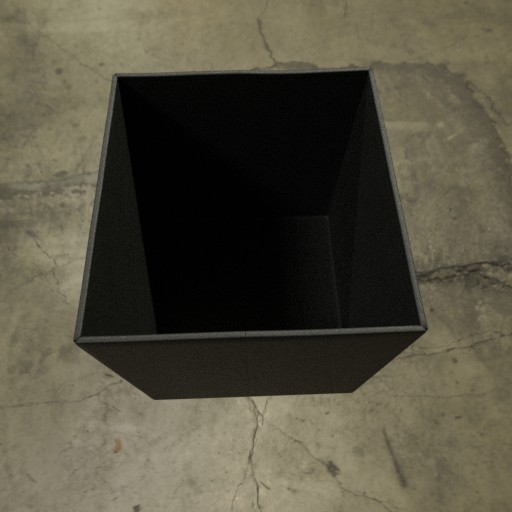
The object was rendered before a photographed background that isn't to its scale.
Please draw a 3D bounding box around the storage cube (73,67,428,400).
[{"bbox_3d":[0.000,0.000,0.495,0.270,0.280,0.270,-2,64,-1],"label":"storage cube"}]
